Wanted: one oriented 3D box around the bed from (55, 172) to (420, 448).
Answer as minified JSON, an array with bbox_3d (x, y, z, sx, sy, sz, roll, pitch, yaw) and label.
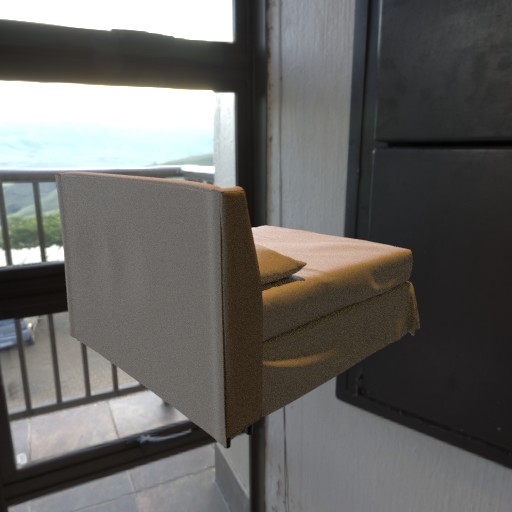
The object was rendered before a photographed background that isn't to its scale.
[{"bbox_3d":[0.000,0.000,3.469,2.276,1.332,1.925,-13,19,-43],"label":"bed"}]
